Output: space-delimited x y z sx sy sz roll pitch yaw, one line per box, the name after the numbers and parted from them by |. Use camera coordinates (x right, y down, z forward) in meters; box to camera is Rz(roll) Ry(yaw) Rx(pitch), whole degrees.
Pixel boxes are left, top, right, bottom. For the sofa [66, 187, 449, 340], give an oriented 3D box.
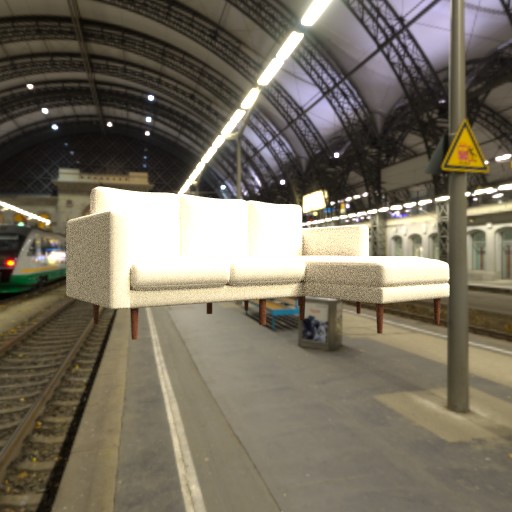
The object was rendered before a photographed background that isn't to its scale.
0.000 0.000 2.943 2.029 0.899 1.580 0 0 -36 | sofa
